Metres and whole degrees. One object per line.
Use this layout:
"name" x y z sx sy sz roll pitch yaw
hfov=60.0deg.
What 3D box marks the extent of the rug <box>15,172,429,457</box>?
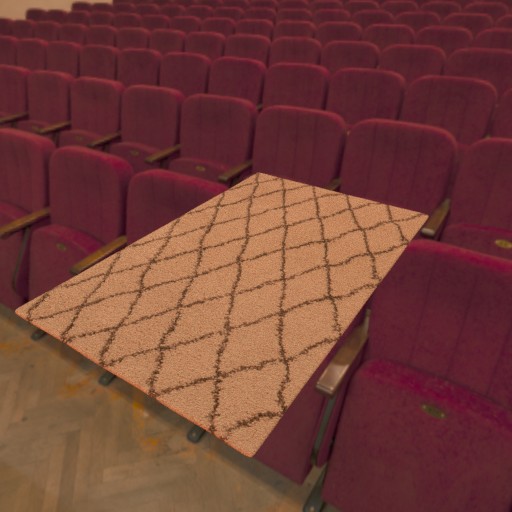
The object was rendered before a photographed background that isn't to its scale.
"rug" 0.000 0.000 3.292 1.778 0.030 2.743 20 37 28
